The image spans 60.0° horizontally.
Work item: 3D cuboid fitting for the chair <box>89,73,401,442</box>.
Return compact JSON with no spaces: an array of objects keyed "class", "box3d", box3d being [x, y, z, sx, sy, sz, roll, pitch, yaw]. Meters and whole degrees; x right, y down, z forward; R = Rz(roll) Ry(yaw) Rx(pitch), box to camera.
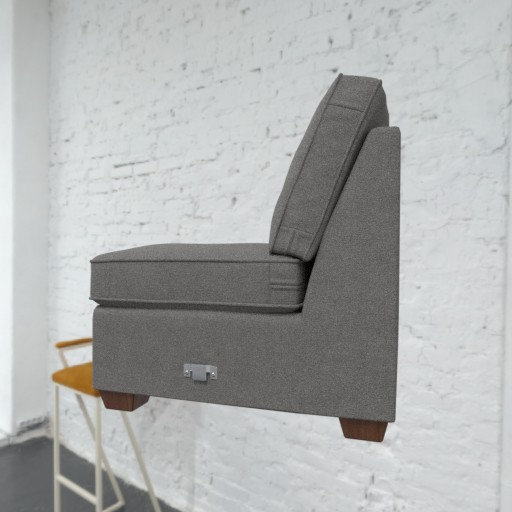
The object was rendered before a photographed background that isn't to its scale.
[{"class":"chair","box3d":[0.000,0.000,1.526,0.938,0.970,0.621,0,1,17]}]
